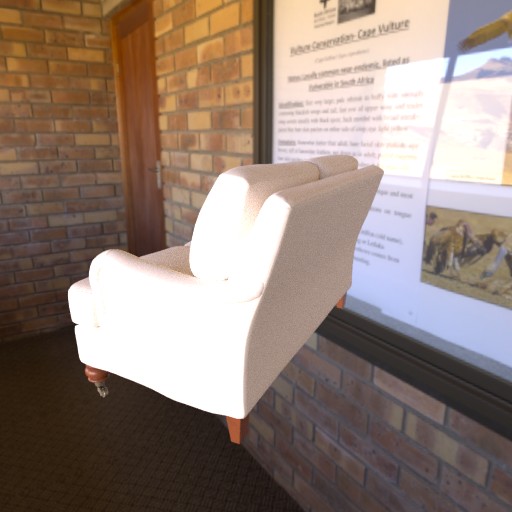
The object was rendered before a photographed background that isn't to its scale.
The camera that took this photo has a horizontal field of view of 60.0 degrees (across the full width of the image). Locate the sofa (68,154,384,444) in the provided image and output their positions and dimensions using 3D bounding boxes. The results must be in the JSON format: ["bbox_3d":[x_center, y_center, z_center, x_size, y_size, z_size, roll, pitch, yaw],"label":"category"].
[{"bbox_3d":[0.000,0.000,2.546,1.084,1.101,1.853,7,17,24],"label":"sofa"}]
